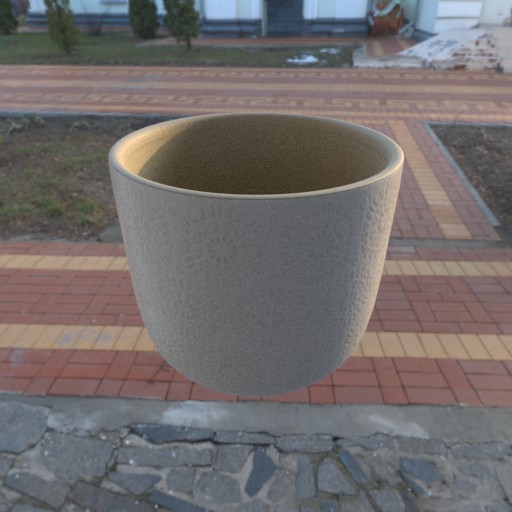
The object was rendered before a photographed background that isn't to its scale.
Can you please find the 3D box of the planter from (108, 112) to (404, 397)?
[{"bbox_3d":[0.000,0.000,0.370,0.208,0.190,0.208,0,30,0],"label":"planter"}]
